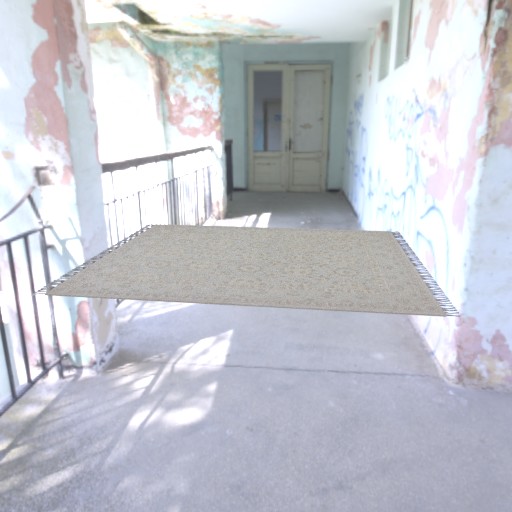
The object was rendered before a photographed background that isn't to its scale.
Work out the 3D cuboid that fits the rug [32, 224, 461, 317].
[{"bbox_3d":[0.000,0.000,4.224,3.043,0.013,2.444,2,17,7],"label":"rug"}]
